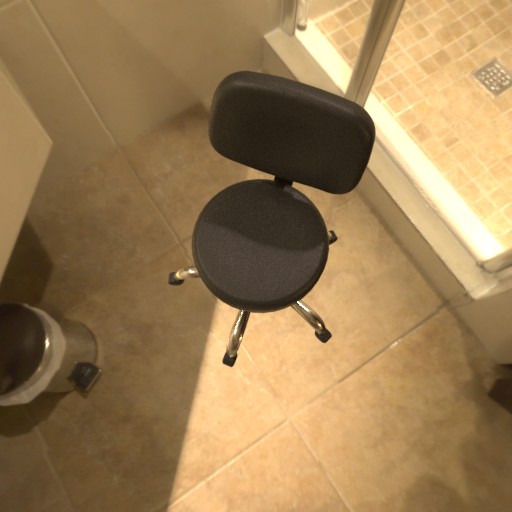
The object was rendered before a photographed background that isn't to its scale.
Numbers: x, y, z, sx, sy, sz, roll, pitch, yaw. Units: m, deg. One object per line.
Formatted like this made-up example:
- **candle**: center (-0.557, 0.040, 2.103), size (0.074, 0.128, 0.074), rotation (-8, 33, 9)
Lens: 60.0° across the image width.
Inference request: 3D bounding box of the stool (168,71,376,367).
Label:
- **stool**: center (0.000, 0.000, 1.339), size (0.673, 0.862, 0.648), rotation (19, 75, 5)
